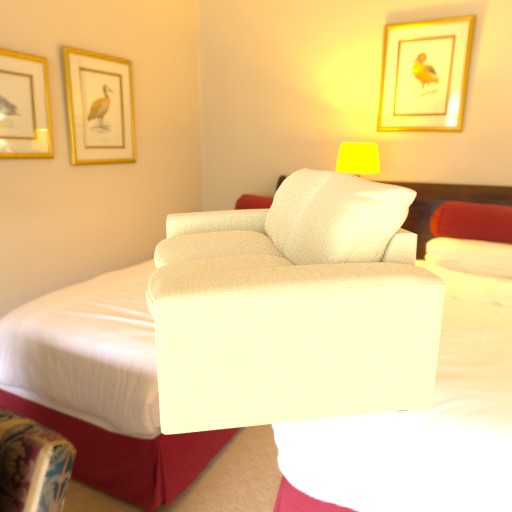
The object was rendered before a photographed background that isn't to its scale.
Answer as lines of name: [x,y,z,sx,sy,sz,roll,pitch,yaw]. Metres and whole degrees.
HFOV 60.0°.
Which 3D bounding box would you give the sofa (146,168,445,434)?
sofa: [0.000,0.000,2.353,1.091,0.875,1.754,-2,14,-9]
